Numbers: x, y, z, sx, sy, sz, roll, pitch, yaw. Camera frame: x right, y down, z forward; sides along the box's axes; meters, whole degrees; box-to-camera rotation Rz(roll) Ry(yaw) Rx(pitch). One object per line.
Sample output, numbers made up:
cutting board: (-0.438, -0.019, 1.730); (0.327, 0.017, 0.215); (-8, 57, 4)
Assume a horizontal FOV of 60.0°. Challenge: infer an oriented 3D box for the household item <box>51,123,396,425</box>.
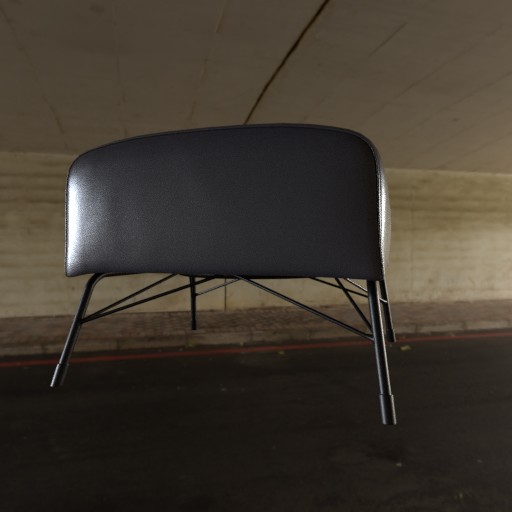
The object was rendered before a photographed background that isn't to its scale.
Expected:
household item: (0.000, 0.000, 0.877); (0.530, 0.410, 0.530); (0, 1, 17)
